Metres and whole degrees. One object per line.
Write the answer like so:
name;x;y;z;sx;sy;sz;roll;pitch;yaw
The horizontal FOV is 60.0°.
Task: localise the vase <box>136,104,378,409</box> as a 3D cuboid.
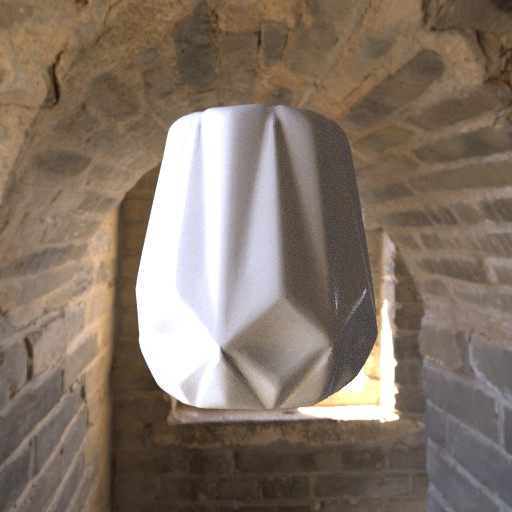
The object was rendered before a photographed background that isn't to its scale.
vase;0.000;0.000;0.268;0.141;0.152;0.141;0;0;0
